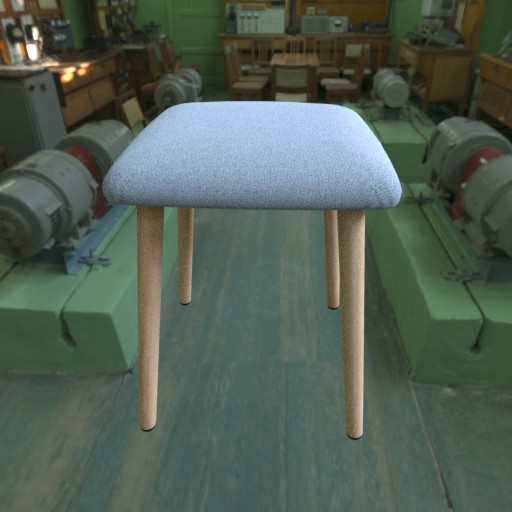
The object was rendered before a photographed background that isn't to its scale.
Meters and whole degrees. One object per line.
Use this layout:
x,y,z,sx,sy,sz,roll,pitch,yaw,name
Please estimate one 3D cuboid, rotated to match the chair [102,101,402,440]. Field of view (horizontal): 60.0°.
0.000,0.000,0.711,0.350,0.440,0.350,1,31,2,chair
